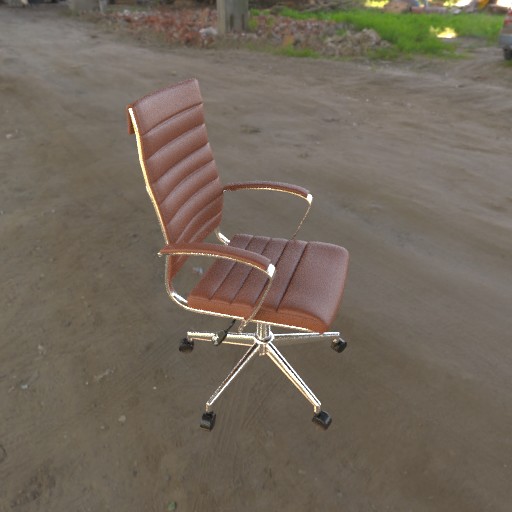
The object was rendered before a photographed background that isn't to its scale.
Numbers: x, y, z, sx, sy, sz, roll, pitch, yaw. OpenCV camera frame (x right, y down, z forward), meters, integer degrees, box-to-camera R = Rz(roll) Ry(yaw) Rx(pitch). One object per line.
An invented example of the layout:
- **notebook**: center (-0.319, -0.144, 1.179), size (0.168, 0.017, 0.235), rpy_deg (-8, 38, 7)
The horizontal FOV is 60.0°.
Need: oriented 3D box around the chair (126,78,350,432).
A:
- **chair**: center (0.000, 0.000, 1.654), size (0.739, 1.149, 0.766), rpy_deg (10, 33, 15)
